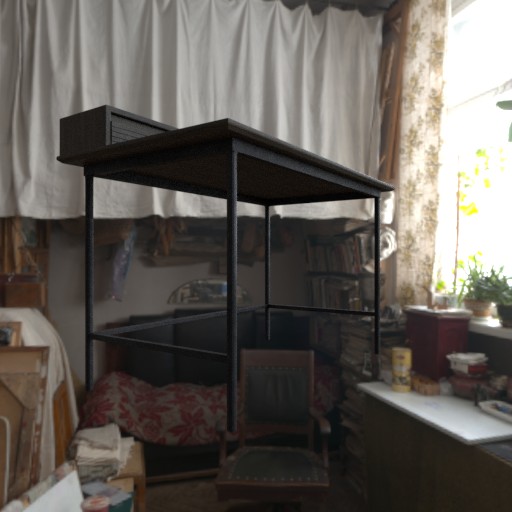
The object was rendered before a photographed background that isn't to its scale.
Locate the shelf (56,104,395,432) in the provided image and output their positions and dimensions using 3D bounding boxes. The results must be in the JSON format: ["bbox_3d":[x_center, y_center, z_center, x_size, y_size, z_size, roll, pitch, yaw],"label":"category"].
[{"bbox_3d":[0.000,0.000,1.695,0.685,0.865,1.212,0,0,35],"label":"shelf"}]
